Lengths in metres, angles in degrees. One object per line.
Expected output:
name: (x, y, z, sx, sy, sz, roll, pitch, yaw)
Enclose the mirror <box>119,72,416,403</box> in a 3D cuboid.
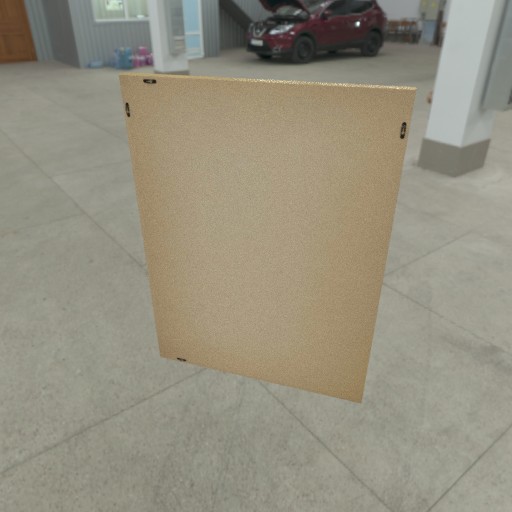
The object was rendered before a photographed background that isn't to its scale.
mirror: (0.000, 0.000, 1.363, 0.762, 1.016, 0.041, 9, 32, 15)
